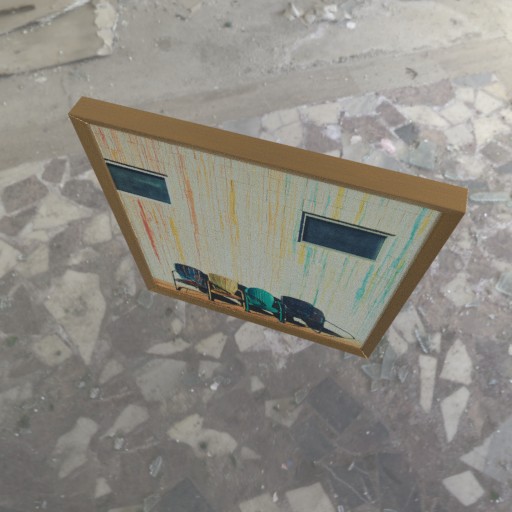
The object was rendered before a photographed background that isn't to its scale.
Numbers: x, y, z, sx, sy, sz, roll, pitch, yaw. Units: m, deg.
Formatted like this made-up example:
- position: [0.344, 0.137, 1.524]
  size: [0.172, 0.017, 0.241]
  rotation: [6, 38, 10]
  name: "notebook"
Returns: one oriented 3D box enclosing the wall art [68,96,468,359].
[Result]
- position: [0.000, 0.000, 0.760]
  size: [0.505, 0.505, 0.037]
  rotation: [16, 60, 10]
  name: "wall art"
